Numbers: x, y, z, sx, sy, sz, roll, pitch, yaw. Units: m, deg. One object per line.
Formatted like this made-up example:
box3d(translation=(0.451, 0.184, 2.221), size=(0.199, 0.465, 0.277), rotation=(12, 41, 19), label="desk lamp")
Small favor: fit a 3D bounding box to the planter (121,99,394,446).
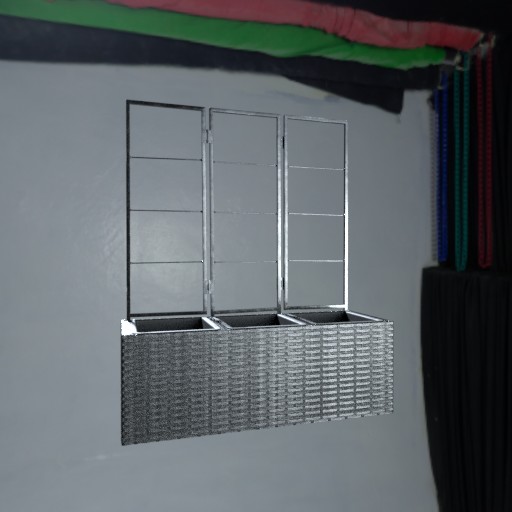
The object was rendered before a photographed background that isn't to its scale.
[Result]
box3d(translation=(0.000, 0.000, 1.194), size=(0.698, 0.841, 0.244), rotation=(0, 0, -17), label="planter")
